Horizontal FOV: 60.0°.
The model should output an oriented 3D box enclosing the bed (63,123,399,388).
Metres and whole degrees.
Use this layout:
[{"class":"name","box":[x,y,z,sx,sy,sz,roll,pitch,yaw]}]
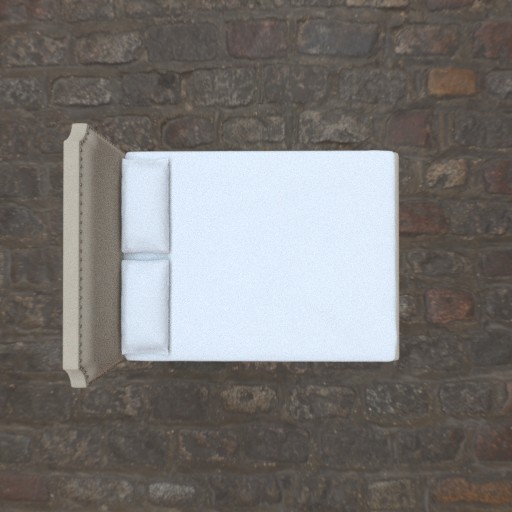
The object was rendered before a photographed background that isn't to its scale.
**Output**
[{"class":"bed","box":[0.000,0.000,3.381,2.329,1.415,1.703,0,90,1]}]
